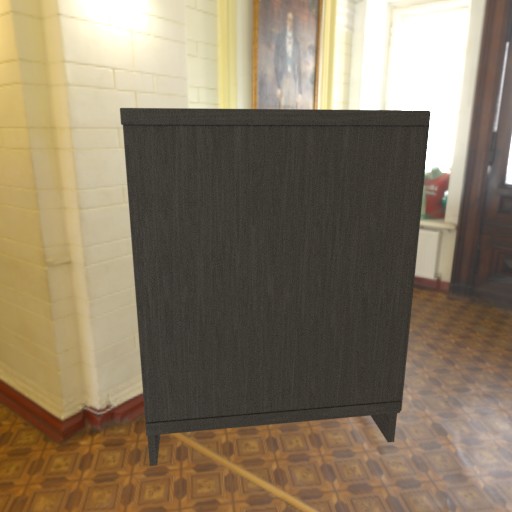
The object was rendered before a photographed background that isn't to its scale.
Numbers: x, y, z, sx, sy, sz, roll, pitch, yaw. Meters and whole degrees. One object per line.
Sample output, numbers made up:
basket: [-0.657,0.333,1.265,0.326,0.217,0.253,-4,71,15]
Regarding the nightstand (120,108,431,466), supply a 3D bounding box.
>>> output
nightstand: [0.000,0.000,0.747,0.347,0.448,0.427,-2,15,-8]
